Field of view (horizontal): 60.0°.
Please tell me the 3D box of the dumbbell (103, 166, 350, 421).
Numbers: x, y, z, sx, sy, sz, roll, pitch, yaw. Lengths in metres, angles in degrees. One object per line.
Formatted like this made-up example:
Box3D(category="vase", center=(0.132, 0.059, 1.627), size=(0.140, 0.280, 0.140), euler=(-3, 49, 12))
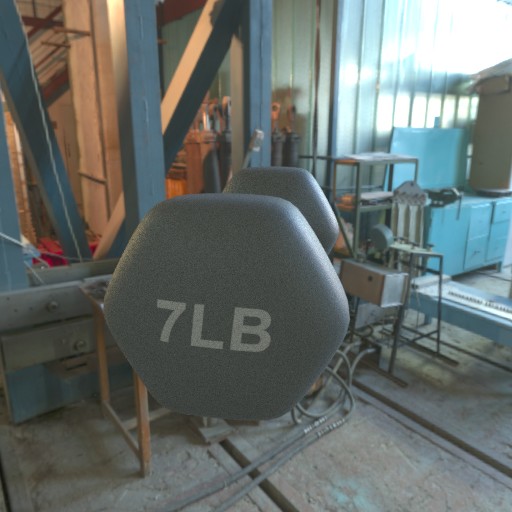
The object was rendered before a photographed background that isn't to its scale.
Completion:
Box3D(category="dumbbell", center=(0.000, 0.000, 0.229), size=(0.090, 0.081, 0.184), euler=(2, 15, 9))
